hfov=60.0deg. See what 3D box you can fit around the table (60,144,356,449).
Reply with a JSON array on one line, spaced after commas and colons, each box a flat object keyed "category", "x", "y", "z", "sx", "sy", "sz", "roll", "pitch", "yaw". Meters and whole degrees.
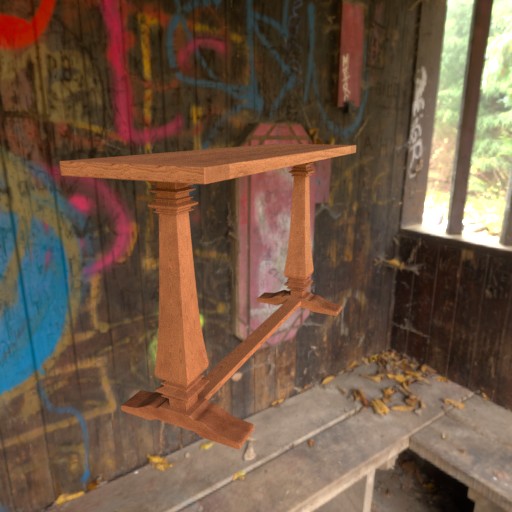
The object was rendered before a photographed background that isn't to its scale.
[{"category": "table", "x": 0.000, "y": 0.000, "z": 1.839, "sx": 0.461, "sy": 0.852, "sz": 1.478, "roll": 7, "pitch": 18, "yaw": 24}]
